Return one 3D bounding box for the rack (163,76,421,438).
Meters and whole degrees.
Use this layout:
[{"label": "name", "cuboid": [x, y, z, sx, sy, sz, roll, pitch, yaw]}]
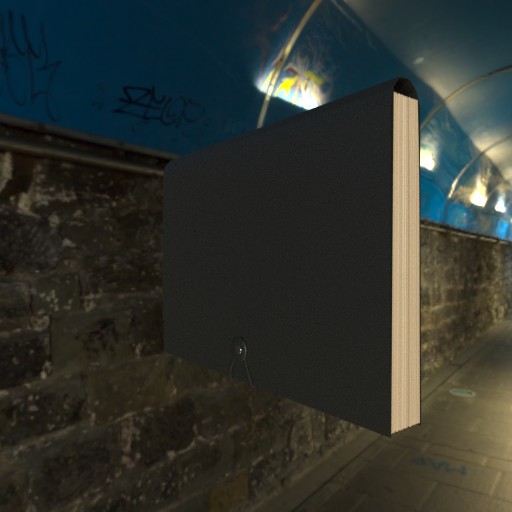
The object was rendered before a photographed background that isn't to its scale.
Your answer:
[{"label": "rack", "cuboid": [0.000, 0.000, 0.430, 0.041, 0.241, 0.330, 0, 0, -38]}]
